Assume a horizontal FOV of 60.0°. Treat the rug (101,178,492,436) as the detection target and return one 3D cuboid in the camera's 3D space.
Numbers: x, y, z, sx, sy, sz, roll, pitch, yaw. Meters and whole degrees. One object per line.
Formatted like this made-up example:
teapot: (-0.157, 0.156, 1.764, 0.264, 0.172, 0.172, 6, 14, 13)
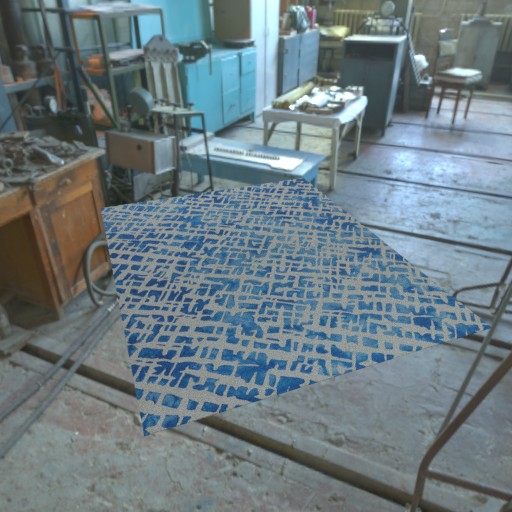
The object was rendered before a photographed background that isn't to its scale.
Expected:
rug: (0.000, 0.000, 3.948, 2.435, 0.007, 3.007, -11, 34, -18)
